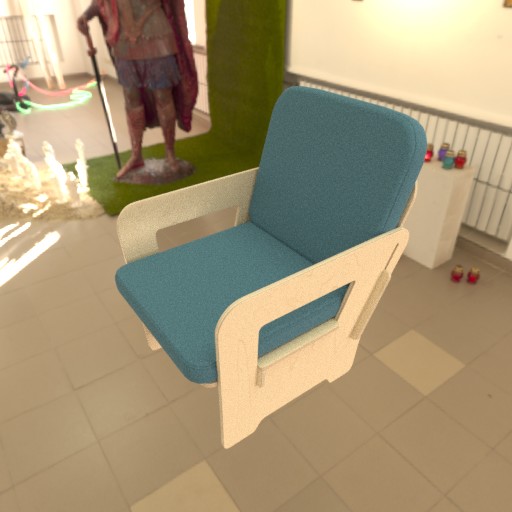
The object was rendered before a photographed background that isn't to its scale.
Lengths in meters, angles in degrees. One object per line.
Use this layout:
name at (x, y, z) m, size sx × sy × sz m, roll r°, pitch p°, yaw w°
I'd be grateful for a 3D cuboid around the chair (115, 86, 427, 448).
chair at (0.000, 0.000, 1.191) m, size 0.657 × 0.747 × 0.547 m, roll -22°, pitch 39°, yaw -30°
